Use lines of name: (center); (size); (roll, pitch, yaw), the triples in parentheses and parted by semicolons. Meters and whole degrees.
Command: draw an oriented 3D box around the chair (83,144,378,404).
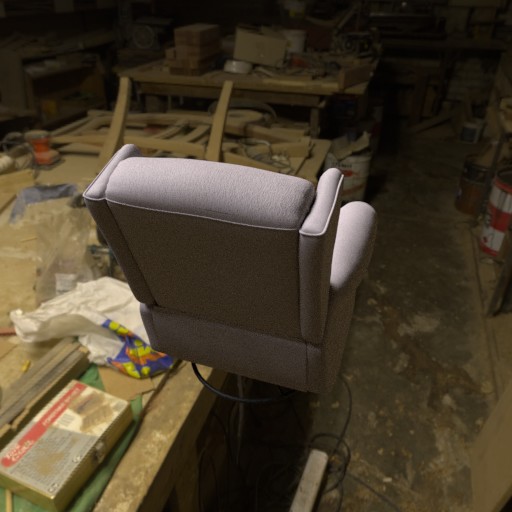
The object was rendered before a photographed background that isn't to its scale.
chair: (0.000, 0.000, 1.708); (0.847, 1.011, 0.969); (10, 34, 16)
